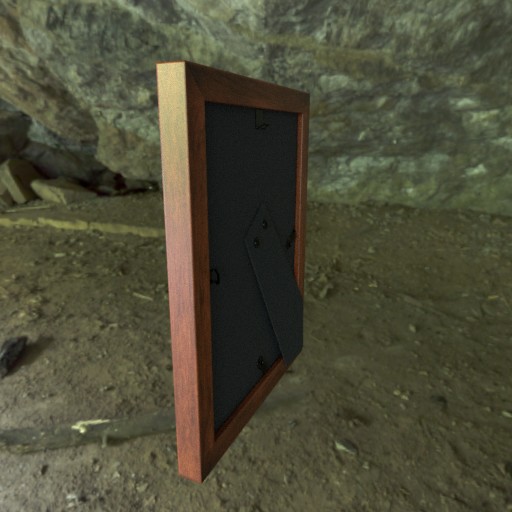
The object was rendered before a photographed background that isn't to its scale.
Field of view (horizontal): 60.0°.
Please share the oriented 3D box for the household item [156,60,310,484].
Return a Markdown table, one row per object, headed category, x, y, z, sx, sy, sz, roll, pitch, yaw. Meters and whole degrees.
| category | x | y | z | sx | sy | sz | roll | pitch | yaw |
| --- | --- | --- | --- | --- | --- | --- | --- | --- | --- |
| household item | 0.000 | 0.000 | 0.340 | 0.020 | 0.250 | 0.200 | 7 | 17 | 23 |
